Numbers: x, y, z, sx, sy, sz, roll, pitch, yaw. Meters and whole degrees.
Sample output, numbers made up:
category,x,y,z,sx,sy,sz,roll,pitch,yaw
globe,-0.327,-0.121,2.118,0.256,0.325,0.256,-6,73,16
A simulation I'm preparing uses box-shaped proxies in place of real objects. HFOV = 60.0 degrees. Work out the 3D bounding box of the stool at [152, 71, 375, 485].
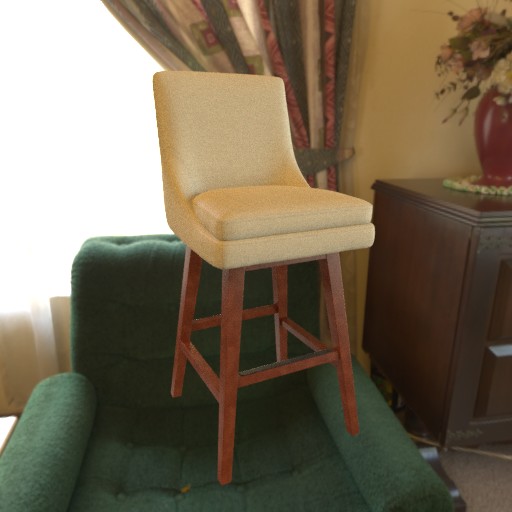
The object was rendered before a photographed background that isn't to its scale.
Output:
category,x,y,z,sx,sy,sz,roll,pitch,yaw
stool,0.000,0.000,1.362,0.470,1.092,0.559,-8,18,-26
